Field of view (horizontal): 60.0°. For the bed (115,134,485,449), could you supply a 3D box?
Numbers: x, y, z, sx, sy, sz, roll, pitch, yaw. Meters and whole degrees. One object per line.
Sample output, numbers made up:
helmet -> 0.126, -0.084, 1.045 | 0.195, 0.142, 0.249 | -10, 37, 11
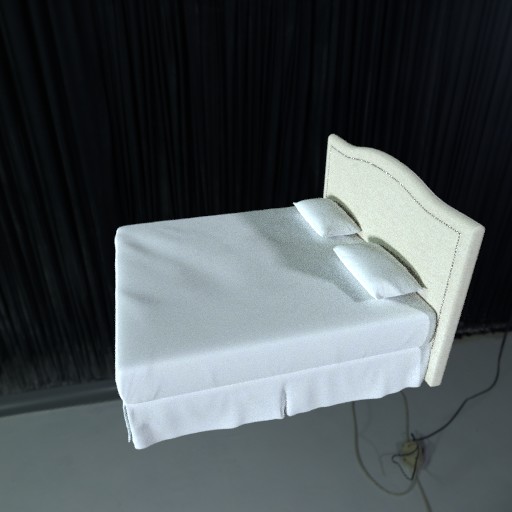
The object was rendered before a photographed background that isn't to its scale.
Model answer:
bed -> 0.000, 0.000, 3.453 | 2.182, 1.421, 2.083 | -8, 31, -13
